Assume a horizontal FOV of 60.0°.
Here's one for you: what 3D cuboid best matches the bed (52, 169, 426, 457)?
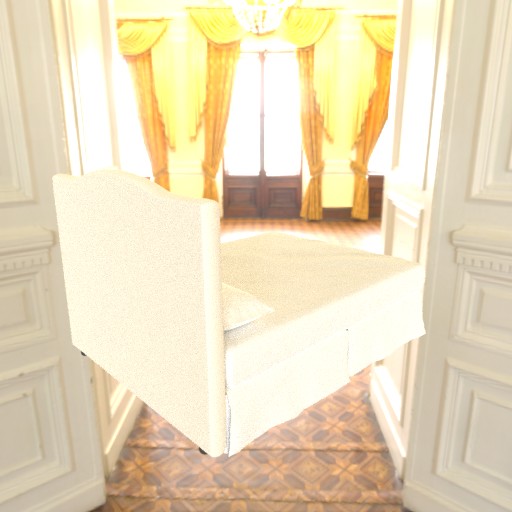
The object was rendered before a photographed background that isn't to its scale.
[{"bbox_3d":[0.000,0.000,3.403,2.282,1.436,1.821,-15,22,-42],"label":"bed"}]
